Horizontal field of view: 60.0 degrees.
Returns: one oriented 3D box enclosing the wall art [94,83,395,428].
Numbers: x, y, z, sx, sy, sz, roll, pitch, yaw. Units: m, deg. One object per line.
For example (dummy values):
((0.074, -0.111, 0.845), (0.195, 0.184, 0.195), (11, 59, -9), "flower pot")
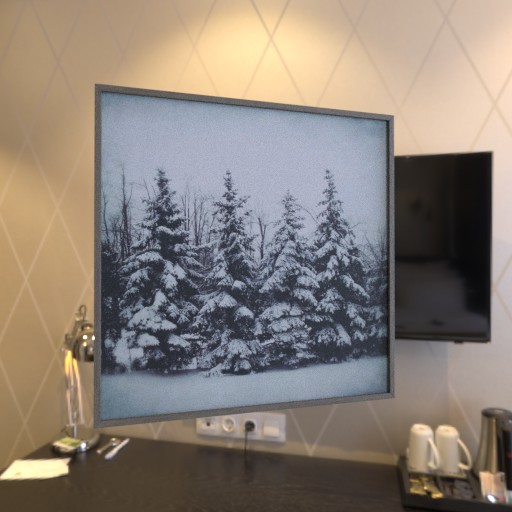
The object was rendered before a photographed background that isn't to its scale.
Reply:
((0.000, 0.000, 0.741), (0.507, 0.507, 0.037), (0, -1, -17), "wall art")
